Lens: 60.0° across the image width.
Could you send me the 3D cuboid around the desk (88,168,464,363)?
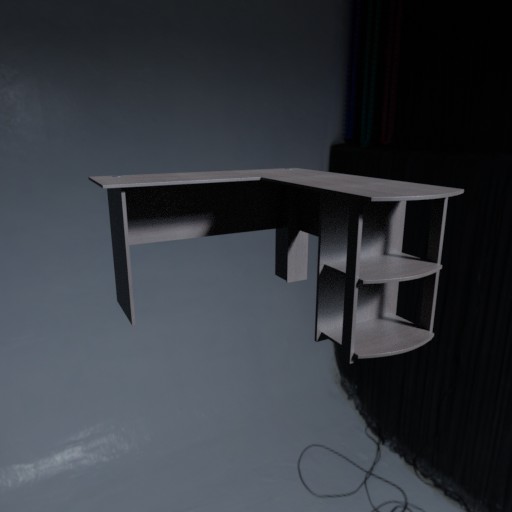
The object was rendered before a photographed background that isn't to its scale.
[{"bbox_3d":[0.000,0.000,2.170,1.303,0.716,1.361,-8,18,-27],"label":"desk"}]
